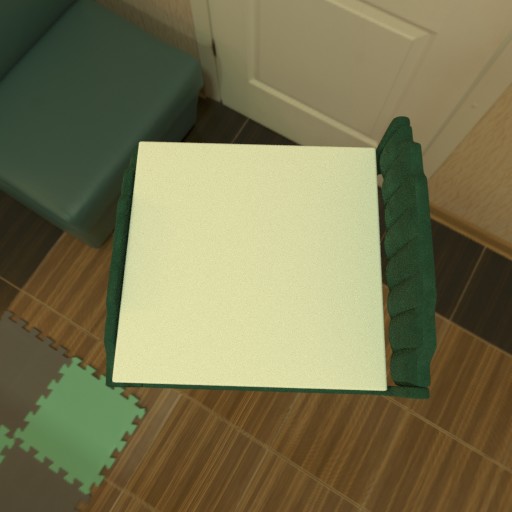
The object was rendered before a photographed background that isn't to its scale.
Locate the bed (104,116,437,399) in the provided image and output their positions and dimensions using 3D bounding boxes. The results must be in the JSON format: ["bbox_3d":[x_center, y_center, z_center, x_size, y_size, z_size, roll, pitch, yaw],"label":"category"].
[{"bbox_3d":[0.000,0.000,3.528,2.340,1.245,2.074,2,74,0],"label":"bed"}]
